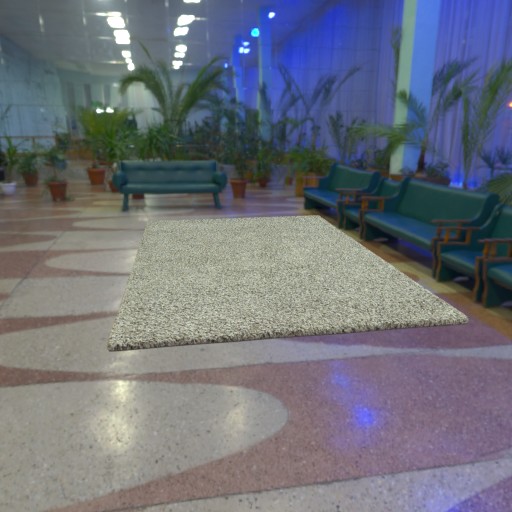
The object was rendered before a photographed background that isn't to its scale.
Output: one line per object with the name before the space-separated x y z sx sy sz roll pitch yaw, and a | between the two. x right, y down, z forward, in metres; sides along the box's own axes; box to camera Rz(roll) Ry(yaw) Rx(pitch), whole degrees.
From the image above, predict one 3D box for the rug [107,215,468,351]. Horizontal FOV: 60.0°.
rug | 0.000 0.000 2.286 1.219 0.030 1.778 -3 17 -9
